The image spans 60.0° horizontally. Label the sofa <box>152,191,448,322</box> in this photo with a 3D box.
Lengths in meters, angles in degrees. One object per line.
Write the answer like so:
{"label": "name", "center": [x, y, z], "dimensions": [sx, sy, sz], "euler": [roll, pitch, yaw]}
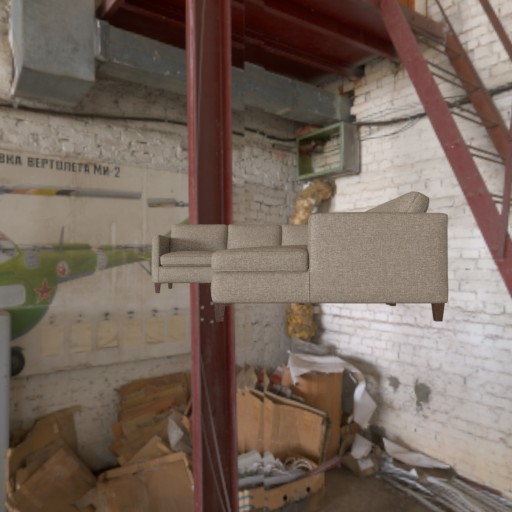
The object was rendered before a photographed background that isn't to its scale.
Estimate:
{"label": "sofa", "center": [0.000, 0.000, 4.555], "dimensions": [2.551, 0.889, 3.403], "euler": [0, 0, 0]}
